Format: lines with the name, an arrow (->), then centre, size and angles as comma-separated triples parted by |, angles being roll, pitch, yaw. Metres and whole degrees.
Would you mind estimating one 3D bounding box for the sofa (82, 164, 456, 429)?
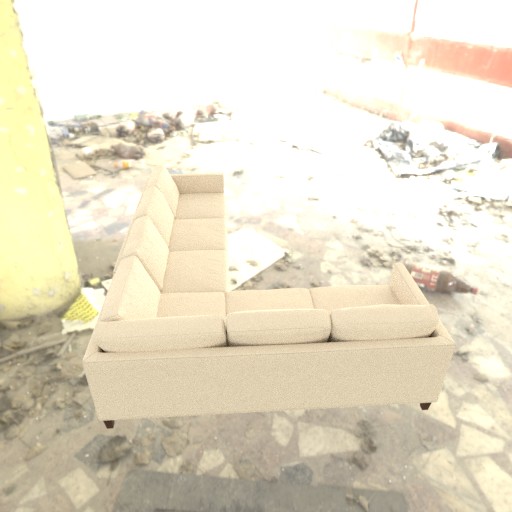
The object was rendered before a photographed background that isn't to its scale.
sofa -> 0.000, 0.000, 4.298 | 2.432, 0.863, 3.182 | -2, 32, -3
